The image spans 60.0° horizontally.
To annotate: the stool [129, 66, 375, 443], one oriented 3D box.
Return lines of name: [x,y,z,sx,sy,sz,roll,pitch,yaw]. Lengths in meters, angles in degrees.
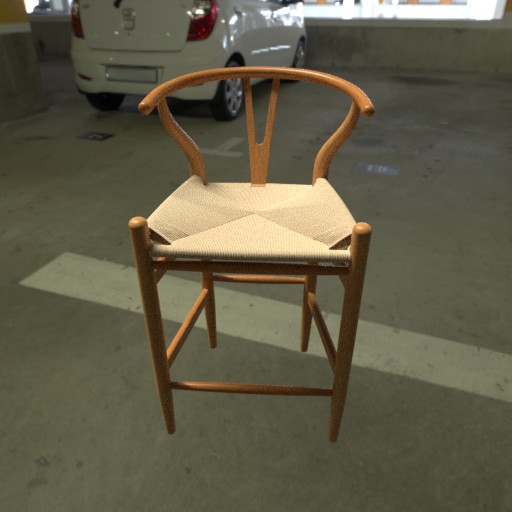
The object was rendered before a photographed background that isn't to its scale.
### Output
stool: [0.000,0.000,1.311,0.569,0.970,0.579,2,30,3]
